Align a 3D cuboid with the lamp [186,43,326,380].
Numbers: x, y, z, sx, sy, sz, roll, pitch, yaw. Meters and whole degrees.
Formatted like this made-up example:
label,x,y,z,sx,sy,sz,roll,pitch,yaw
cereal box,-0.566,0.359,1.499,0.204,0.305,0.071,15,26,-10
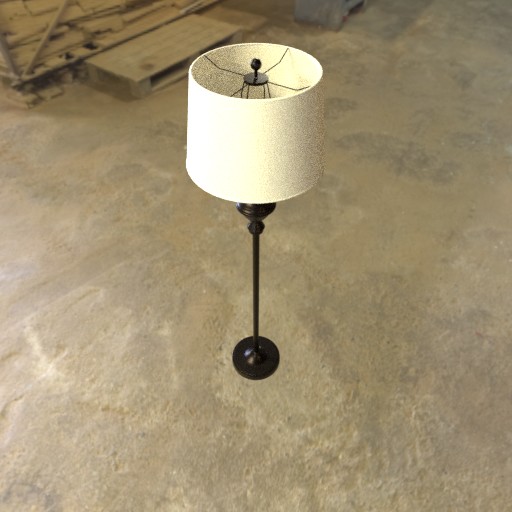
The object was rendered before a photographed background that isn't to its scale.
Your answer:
label,x,y,z,sx,sy,sz,roll,pitch,yaw
lamp,0.000,0.000,1.690,0.431,1.484,0.431,0,46,0
